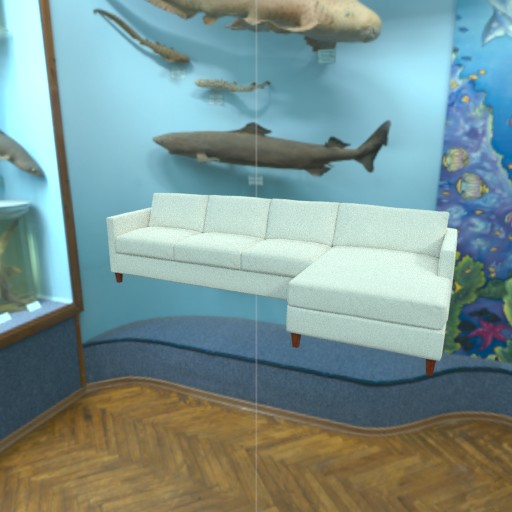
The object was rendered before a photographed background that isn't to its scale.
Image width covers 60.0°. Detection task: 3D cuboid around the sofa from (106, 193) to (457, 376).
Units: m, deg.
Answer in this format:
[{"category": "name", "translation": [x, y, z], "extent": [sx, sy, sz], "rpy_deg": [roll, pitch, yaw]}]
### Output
[{"category": "sofa", "translation": [0.000, 0.000, 4.252], "extent": [3.471, 0.954, 1.606], "rpy_deg": [7, 17, 24]}]
